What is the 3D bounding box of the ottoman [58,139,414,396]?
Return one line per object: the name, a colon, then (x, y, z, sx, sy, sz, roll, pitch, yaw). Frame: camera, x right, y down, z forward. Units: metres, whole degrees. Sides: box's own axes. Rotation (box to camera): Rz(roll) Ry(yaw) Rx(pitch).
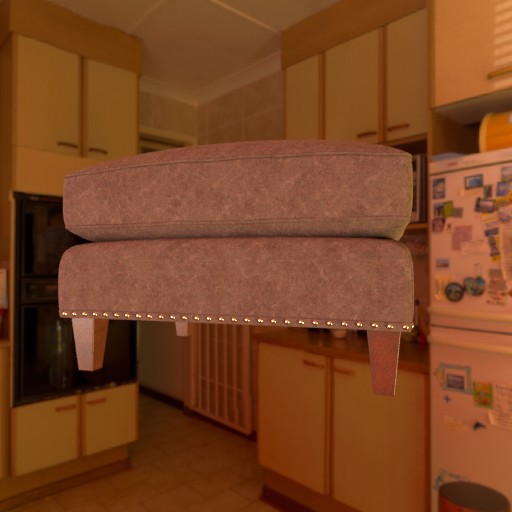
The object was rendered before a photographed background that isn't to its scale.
ottoman: (0.000, 0.000, 1.139, 0.741, 0.513, 0.584, 0, -1, 17)
